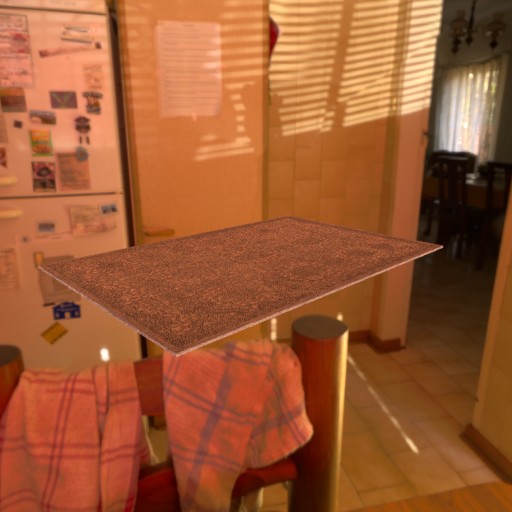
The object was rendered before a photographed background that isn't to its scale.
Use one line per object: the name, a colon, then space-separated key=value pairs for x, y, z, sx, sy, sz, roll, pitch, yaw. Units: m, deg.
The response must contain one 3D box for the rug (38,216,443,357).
rug: x=0.000 y=0.000 z=2.370 sx=1.819 sy=0.012 sz=1.208 roll=-15 pitch=22 yaw=-41
